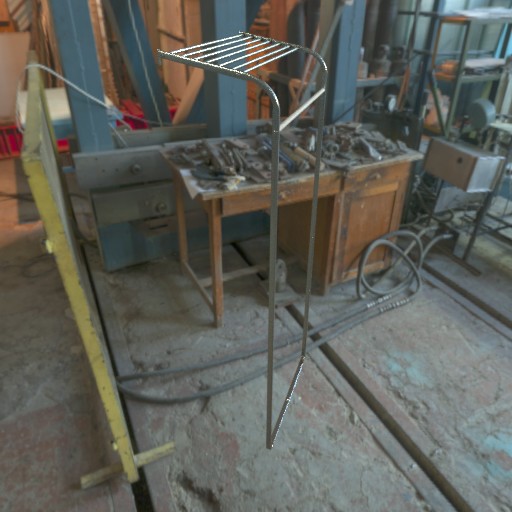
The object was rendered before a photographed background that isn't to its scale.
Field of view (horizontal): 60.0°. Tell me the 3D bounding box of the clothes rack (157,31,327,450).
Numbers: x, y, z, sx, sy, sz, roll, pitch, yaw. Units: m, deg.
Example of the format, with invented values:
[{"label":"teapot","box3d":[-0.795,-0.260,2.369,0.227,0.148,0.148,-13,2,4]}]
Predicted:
[{"label":"clothes rack","box3d":[0.000,0.000,1.792,0.349,1.574,0.609,11,33,17]}]
